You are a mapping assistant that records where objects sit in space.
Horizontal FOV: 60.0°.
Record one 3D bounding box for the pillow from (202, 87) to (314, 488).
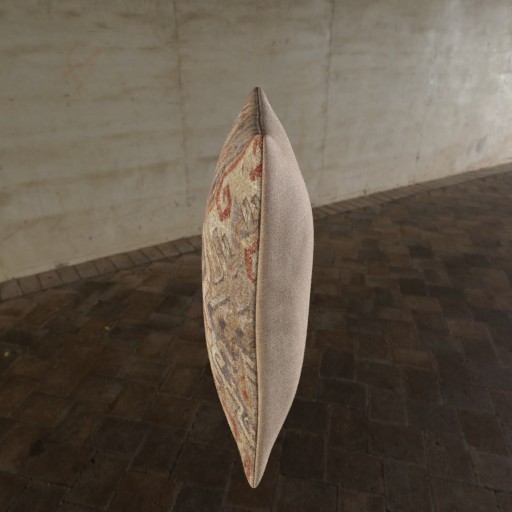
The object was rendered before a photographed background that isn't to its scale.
[{"bbox_3d":[0.000,0.000,0.764,0.166,0.506,0.523,0,26,0],"label":"pillow"}]
